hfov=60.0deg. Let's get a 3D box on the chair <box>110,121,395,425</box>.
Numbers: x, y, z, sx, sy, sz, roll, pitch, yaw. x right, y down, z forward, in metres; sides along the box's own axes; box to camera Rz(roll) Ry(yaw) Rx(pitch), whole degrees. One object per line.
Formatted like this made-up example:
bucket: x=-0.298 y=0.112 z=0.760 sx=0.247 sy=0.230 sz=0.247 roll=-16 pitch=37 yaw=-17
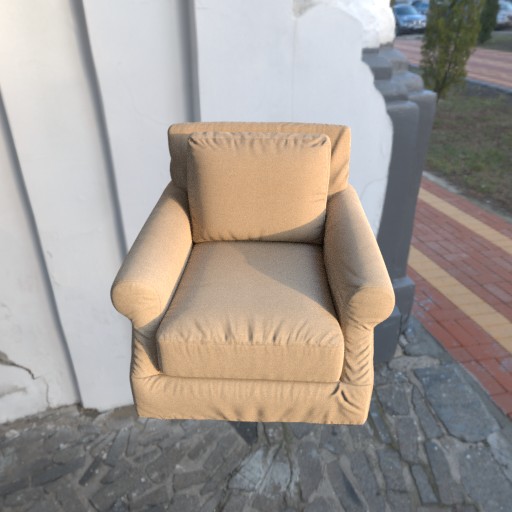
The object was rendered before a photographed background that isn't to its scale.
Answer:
chair: x=0.000 y=0.000 z=1.801 sx=0.940 sy=0.866 sz=1.066 roll=1 pitch=30 yaw=2
